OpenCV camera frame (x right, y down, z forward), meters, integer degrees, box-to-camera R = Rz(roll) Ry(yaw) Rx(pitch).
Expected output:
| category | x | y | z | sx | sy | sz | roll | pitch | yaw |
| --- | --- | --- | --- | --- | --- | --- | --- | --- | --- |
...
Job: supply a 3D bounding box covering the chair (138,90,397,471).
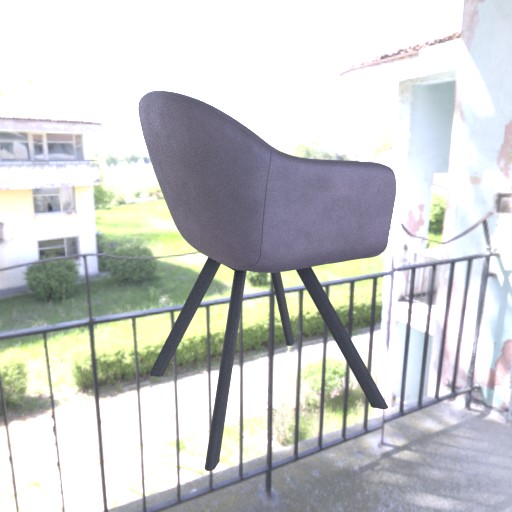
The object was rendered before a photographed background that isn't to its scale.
| category | x | y | z | sx | sy | sz | roll | pitch | yaw |
| --- | --- | --- | --- | --- | --- | --- | --- | --- | --- |
| chair | 0.000 | 0.000 | 1.158 | 0.544 | 0.781 | 0.567 | -7 | 15 | -27 |
